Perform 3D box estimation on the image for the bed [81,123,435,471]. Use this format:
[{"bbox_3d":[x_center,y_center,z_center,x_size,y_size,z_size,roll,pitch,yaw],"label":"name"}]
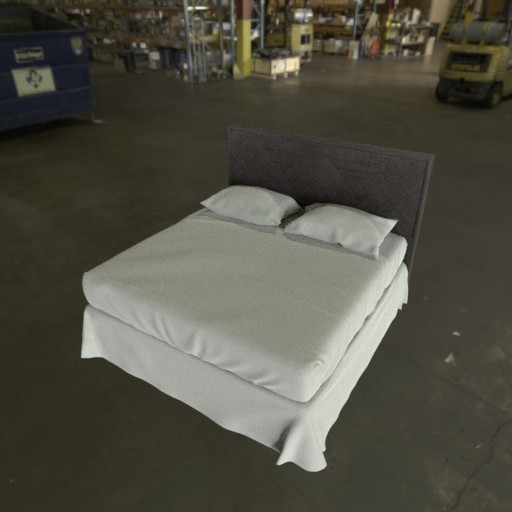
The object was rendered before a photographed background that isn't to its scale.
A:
[{"bbox_3d":[0.000,0.000,2.876,1.772,1.142,1.785,17,34,27],"label":"bed"}]
